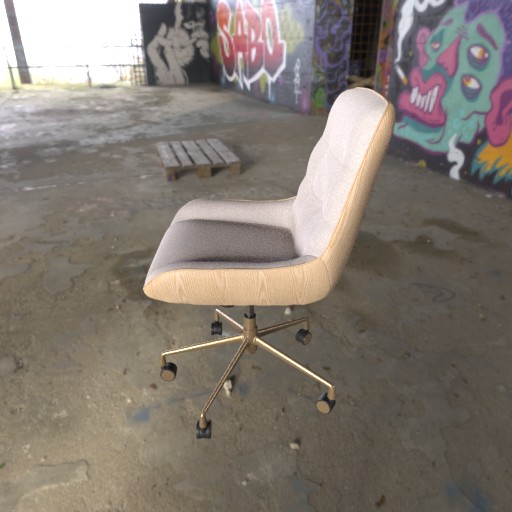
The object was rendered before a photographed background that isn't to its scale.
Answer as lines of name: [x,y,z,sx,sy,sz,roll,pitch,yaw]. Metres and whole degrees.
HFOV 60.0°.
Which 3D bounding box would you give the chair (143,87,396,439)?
chair: [0.000,0.000,1.353,0.668,0.952,0.564,0,26,-1]
